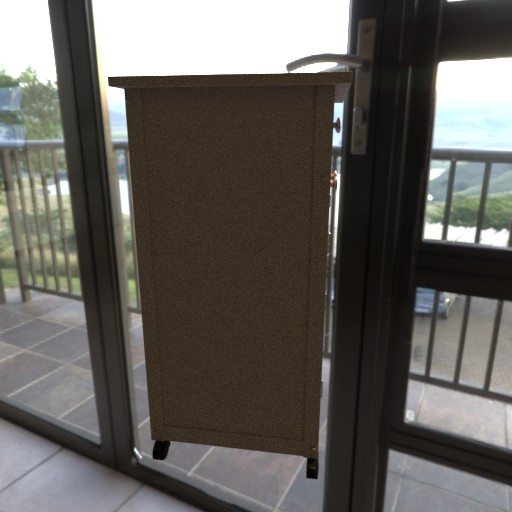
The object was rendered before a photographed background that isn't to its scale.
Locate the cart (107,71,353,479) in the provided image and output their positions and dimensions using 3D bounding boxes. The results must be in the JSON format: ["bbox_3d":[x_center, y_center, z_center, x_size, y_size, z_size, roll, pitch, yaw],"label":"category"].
[{"bbox_3d":[0.000,0.000,1.225,0.442,0.864,0.683,3,16,9],"label":"cart"}]
